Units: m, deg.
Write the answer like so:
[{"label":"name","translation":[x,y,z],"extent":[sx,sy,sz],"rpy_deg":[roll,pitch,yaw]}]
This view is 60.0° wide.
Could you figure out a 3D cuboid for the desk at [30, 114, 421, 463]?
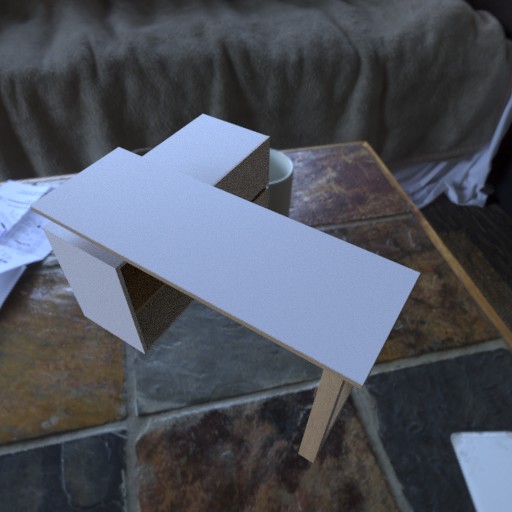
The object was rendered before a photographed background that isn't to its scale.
[{"label":"desk","translation":[0.000,0.000,2.068],"extent":[1.404,0.755,1.098],"rpy_deg":[25,52,22]}]
